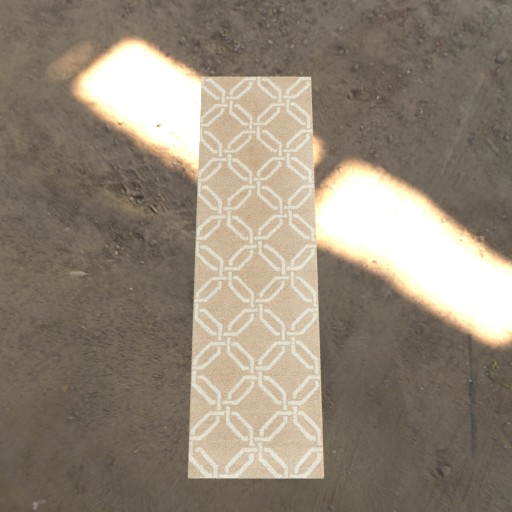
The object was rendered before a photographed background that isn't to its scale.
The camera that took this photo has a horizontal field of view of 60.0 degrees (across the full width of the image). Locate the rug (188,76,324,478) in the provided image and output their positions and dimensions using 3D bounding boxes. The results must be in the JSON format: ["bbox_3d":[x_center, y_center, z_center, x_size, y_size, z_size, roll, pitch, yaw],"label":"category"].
[{"bbox_3d":[0.000,0.000,2.471,0.678,0.014,2.276,0,76,0],"label":"rug"}]
